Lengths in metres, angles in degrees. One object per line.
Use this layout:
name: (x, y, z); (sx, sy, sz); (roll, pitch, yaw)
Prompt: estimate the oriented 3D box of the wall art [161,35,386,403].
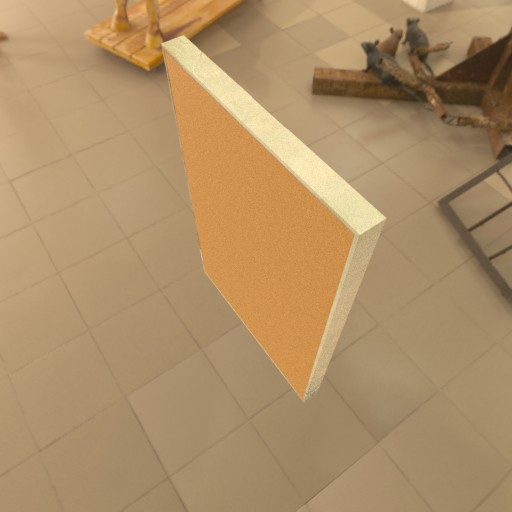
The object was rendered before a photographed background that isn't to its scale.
wall art: (0.000, 0.000, 0.785); (0.036, 0.607, 0.403); (-31, 62, -19)
